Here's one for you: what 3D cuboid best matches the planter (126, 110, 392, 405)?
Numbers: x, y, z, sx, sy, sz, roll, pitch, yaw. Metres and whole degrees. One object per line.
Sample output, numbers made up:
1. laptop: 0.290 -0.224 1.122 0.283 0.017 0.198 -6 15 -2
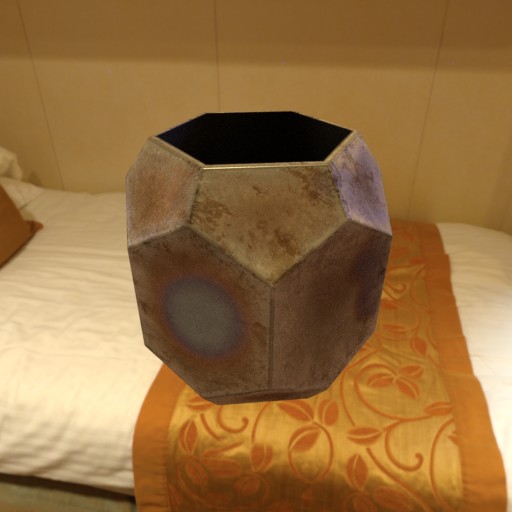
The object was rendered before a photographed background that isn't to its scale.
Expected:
1. planter: 0.000 0.000 0.428 0.243 0.238 0.221 -20 37 -29
